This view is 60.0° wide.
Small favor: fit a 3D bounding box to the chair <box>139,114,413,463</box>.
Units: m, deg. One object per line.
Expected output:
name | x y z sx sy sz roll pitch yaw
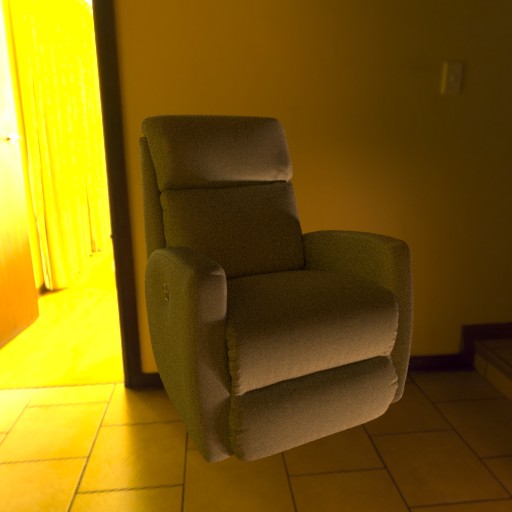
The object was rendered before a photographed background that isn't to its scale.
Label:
chair | 0.000 0.000 1.633 0.794 1.016 0.940 -7 17 -25
